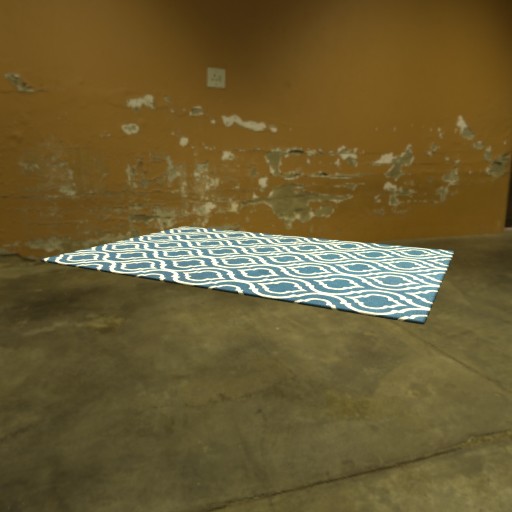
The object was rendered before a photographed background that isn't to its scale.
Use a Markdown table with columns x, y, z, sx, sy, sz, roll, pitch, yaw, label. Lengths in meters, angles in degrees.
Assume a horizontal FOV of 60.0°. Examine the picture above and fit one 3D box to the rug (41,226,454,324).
| x | y | z | sx | sy | sz | roll | pitch | yaw | label |
| --- | --- | --- | --- | --- | --- | --- | --- | --- | --- |
| 0.000 | 0.000 | 2.228 | 1.753 | 0.010 | 1.143 | 7 | 15 | 27 | rug |
